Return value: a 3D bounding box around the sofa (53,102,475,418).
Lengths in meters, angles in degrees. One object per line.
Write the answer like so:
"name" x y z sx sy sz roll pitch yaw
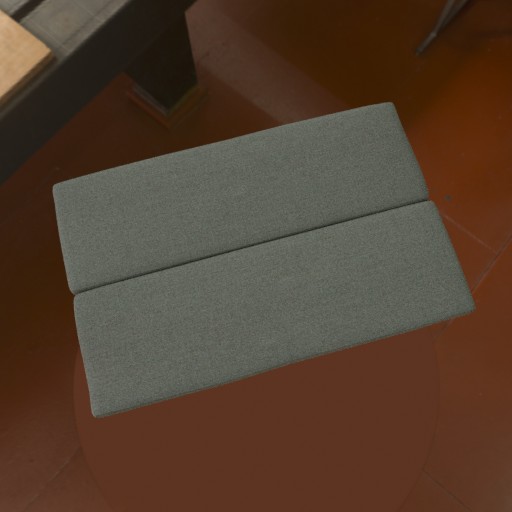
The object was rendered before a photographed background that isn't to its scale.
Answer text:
"sofa" 0.000 0.000 1.635 1.250 0.434 0.817 -15 76 -4
